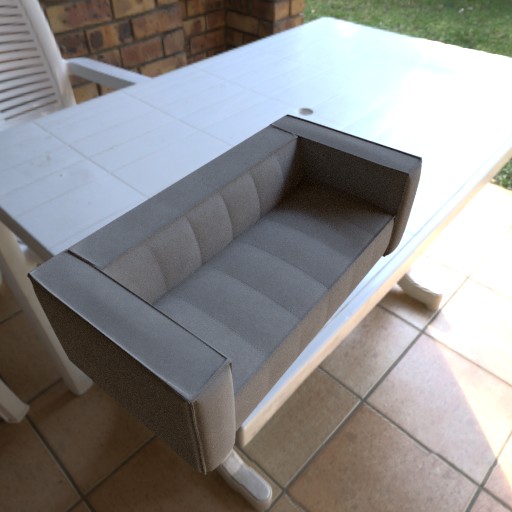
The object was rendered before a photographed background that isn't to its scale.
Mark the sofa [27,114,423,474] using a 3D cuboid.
[{"bbox_3d":[0.000,0.000,2.458,1.038,0.680,1.995,28,49,27],"label":"sofa"}]
